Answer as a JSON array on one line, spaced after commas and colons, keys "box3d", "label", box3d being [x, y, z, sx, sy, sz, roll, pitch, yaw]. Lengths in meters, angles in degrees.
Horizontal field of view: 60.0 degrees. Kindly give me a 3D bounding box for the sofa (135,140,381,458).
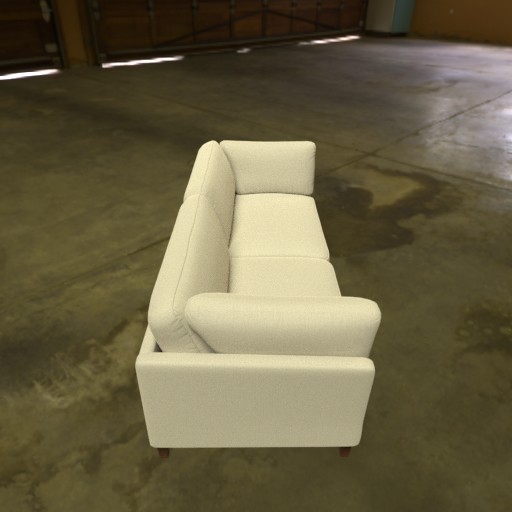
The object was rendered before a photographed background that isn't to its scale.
[{"box3d": [0.000, 0.000, 2.755, 0.957, 0.863, 2.301, 0, 31, 0], "label": "sofa"}]
